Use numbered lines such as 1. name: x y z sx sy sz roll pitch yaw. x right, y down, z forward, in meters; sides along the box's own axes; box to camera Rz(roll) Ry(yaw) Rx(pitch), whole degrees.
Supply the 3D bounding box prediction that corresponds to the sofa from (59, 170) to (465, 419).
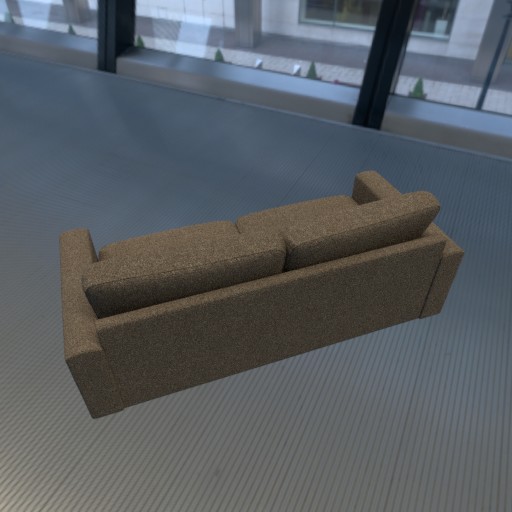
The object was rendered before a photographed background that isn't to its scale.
1. sofa: 0.000 0.000 2.680 2.179 0.873 1.016 -13 43 -15
